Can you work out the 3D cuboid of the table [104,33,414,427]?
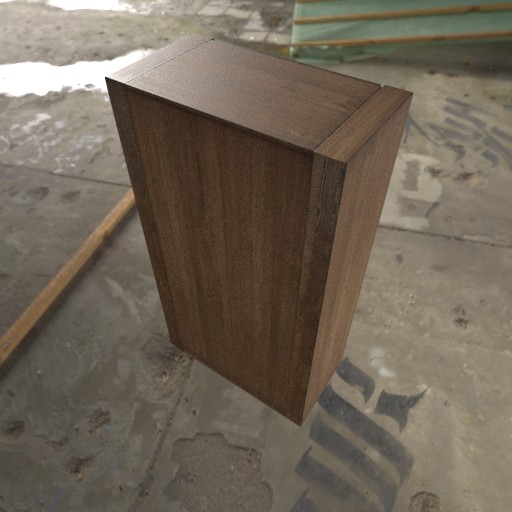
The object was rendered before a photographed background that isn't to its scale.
[{"bbox_3d":[0.000,0.000,2.495,1.100,2.000,0.600,26,52,23],"label":"table"}]
